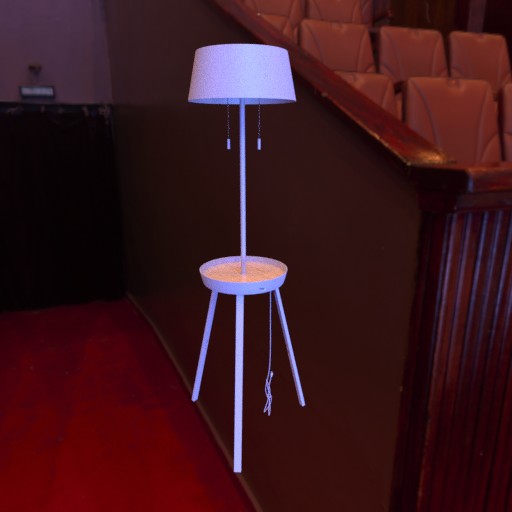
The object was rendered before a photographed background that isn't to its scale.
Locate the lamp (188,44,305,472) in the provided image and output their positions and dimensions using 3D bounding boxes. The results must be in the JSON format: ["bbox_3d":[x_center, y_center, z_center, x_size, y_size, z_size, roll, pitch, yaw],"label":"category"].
[{"bbox_3d":[0.000,0.000,1.677,0.468,1.429,0.508,-8,18,-25],"label":"lamp"}]
